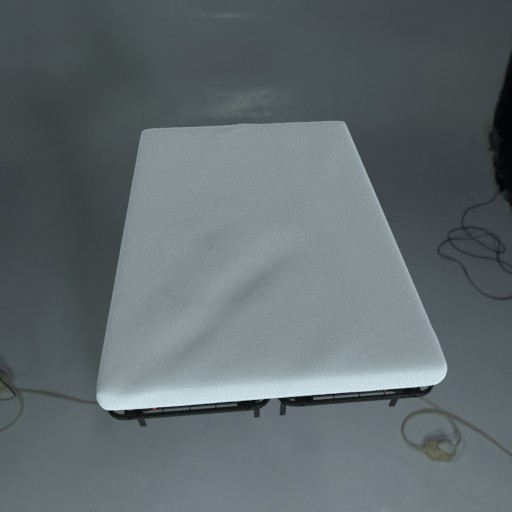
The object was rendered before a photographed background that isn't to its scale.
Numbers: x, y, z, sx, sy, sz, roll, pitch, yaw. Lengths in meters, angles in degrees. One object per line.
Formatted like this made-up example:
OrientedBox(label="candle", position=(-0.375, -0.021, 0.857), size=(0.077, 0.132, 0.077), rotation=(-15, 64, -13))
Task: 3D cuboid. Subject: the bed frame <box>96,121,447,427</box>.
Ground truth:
OrientedBox(label="bed frame", position=(0.000, 0.000, 2.512), size=(1.372, 0.637, 1.905), rotation=(-3, 47, -3))
